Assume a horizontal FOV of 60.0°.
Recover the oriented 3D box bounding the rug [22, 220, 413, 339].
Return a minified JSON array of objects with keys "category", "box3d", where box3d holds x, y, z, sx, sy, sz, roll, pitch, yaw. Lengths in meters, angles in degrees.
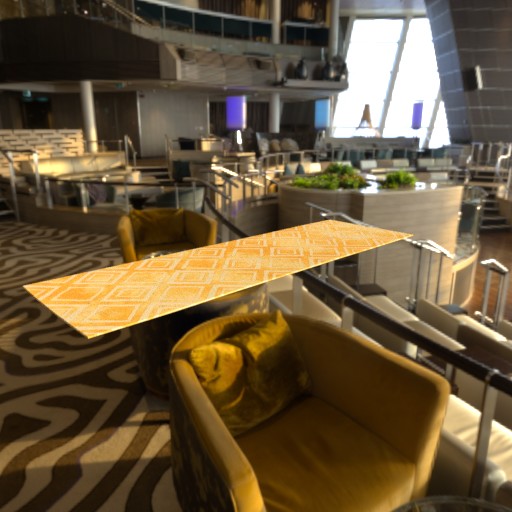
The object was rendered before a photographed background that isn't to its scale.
[{"category":"rug","box3d":[0.000,0.000,2.700,2.438,0.010,0.775,-14,21,-41]}]
